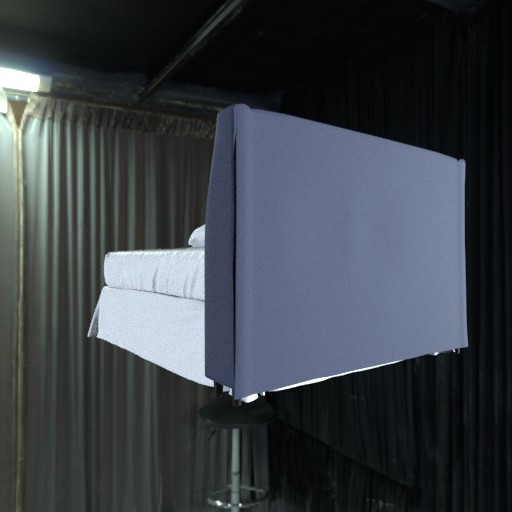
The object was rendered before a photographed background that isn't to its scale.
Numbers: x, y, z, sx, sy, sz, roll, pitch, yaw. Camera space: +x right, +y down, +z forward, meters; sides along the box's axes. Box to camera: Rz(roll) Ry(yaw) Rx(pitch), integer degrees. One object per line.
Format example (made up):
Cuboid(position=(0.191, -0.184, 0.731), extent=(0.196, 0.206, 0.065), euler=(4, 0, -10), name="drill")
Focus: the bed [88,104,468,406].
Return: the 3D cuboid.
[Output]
Cuboid(position=(0.000, 0.000, 3.351), extent=(1.925, 1.332, 2.276), euler=(0, 0, -36), name="bed")
